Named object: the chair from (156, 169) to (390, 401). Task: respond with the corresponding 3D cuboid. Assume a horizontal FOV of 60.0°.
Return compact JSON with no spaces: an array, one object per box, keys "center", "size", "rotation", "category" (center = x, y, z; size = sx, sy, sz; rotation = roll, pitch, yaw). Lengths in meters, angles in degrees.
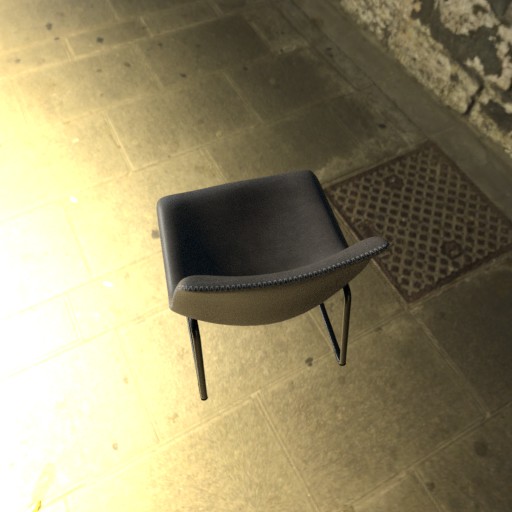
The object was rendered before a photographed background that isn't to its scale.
[{"center":[0.000,0.000,1.138],"size":[0.460,0.780,0.550],"rotation":[-12,61,-7],"category":"chair"}]
